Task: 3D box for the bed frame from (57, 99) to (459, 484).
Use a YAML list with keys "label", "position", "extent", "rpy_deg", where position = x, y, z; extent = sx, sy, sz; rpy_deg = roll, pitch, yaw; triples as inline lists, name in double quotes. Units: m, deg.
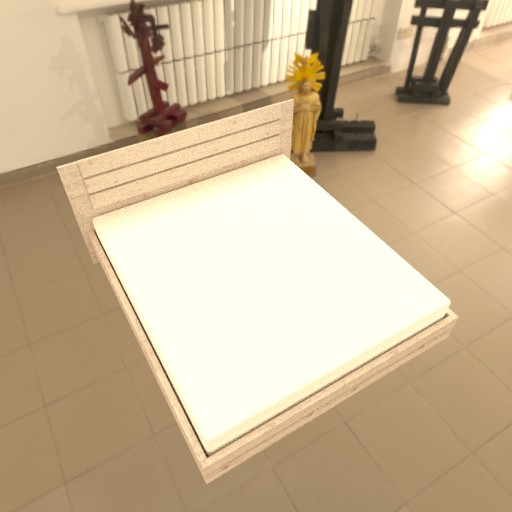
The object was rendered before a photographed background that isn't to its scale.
- label: "bed frame"
  position: [0.000, 0.000, 3.099]
  extent: [1.950, 0.970, 2.080]
  rpy_deg: [-23, 50, -21]
